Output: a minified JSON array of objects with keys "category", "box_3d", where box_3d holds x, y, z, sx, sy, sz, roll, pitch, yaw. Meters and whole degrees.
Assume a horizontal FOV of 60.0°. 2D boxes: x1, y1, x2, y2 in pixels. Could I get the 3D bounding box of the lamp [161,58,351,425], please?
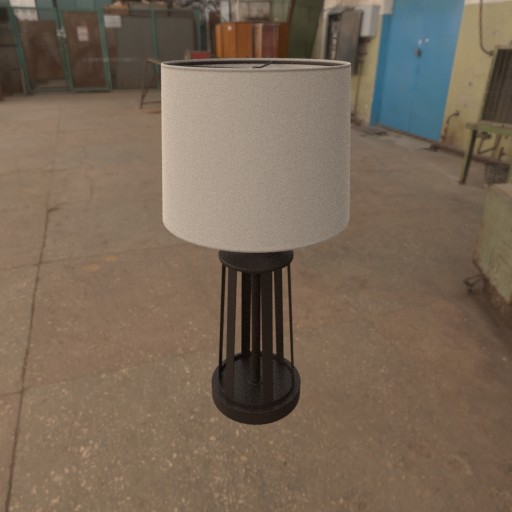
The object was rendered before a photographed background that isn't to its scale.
[{"category":"lamp","box_3d":[0.000,0.000,0.635,0.251,0.509,0.251,0,26,0]}]
